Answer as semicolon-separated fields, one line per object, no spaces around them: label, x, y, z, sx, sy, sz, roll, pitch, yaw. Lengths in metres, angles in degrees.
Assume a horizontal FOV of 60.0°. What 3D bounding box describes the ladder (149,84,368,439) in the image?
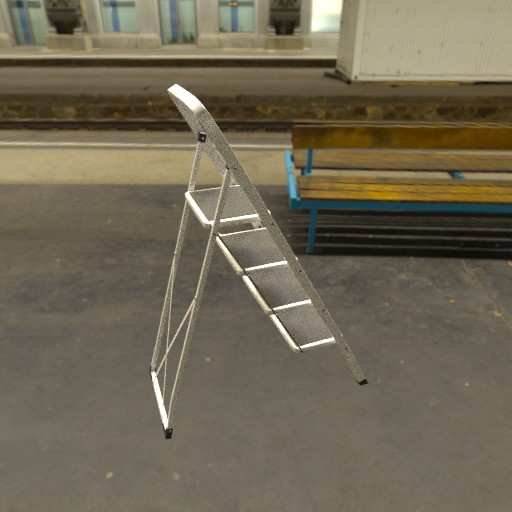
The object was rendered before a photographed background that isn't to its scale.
ladder;0.000;0.000;1.741;0.914;1.265;0.460;-11;31;-18
